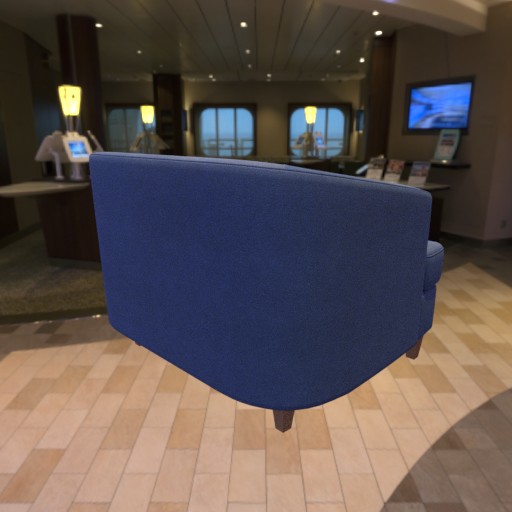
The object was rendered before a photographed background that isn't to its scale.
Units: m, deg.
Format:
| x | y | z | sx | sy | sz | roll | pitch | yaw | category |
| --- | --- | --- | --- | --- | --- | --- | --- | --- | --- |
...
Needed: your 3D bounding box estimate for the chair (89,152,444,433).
| x | y | z | sx | sy | sz | roll | pitch | yaw | category |
| --- | --- | --- | --- | --- | --- | --- | --- | --- | --- |
| 0.000 | 0.000 | 1.710 | 1.118 | 0.787 | 0.914 | 15 | 21 | 42 | chair |
